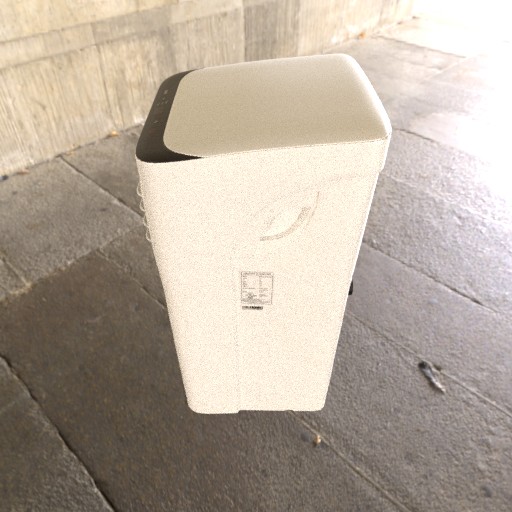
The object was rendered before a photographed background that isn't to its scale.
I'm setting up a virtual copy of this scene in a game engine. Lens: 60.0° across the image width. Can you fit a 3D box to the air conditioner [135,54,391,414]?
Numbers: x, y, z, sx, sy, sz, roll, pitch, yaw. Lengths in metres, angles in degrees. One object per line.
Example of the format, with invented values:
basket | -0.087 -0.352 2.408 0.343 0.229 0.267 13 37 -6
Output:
air conditioner | 0.000 0.000 0.919 0.369 0.716 0.352 -1 41 -1
